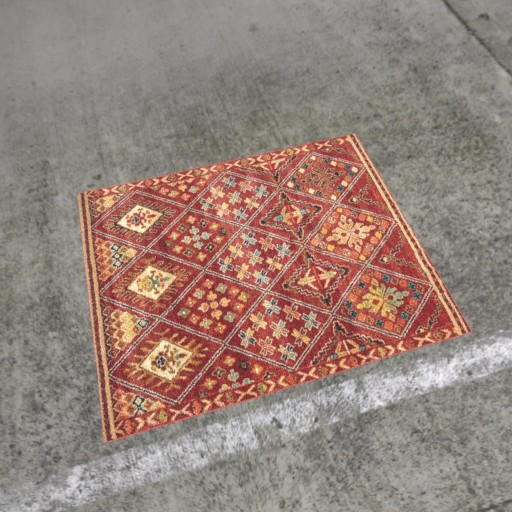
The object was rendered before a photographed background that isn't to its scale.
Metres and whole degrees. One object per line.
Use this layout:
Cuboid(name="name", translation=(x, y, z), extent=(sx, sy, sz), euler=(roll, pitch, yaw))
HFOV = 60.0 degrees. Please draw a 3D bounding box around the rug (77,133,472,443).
Cuboid(name="rug", translation=(0.000, 0.000, 4.133), extent=(3.086, 0.030, 2.489), euler=(-14, 59, -9))
